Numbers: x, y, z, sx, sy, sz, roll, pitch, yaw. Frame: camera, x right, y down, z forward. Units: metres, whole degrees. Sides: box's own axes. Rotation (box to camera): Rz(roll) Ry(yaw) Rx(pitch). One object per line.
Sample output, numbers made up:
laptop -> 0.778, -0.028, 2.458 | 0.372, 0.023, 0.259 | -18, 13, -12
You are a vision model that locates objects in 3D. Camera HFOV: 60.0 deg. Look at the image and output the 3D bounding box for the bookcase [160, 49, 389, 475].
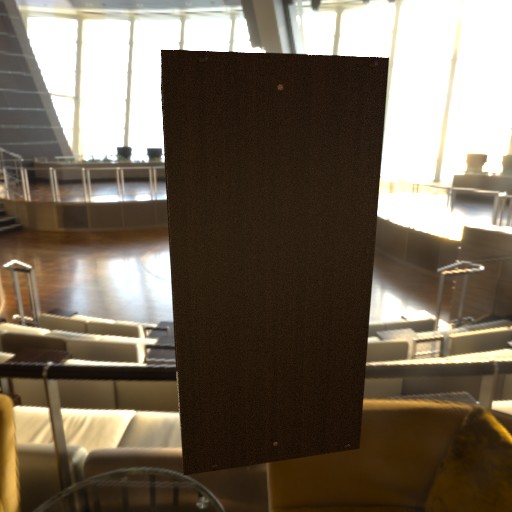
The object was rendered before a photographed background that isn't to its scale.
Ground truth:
bookcase -> 0.000, 0.000, 0.765 | 0.290, 0.600, 0.300 | -3, 16, -11
